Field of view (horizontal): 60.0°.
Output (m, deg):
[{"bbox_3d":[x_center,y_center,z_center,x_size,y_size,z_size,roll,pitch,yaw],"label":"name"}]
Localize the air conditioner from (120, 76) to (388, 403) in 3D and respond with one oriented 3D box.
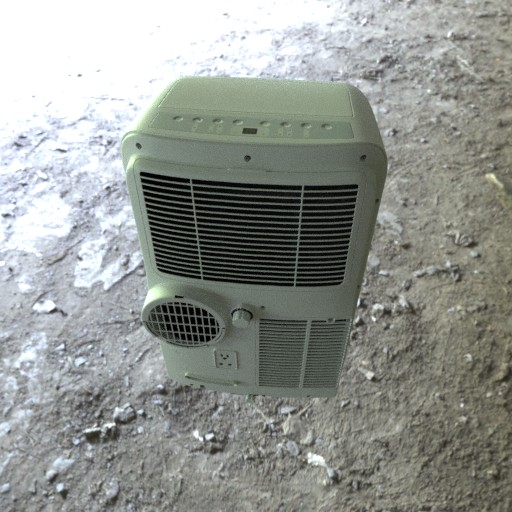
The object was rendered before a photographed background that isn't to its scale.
[{"bbox_3d":[0.000,0.000,0.959,0.454,0.700,0.365,4,46,4],"label":"air conditioner"}]
